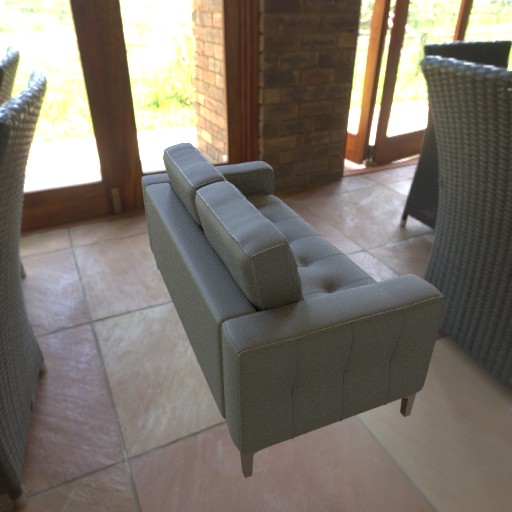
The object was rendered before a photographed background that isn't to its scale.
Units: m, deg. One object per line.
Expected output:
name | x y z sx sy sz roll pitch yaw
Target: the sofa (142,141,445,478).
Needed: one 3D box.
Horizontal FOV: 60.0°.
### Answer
sofa | 0.000 0.000 2.235 0.833 0.893 1.726 -12 32 -19
